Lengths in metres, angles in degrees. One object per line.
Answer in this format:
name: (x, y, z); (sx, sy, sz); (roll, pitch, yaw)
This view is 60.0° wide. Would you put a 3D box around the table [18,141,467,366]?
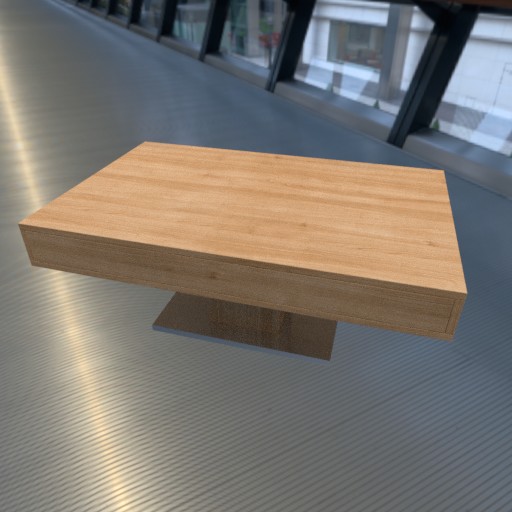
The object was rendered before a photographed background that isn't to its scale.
table: (0.000, 0.000, 1.436); (1.100, 0.440, 0.700); (9, 34, 13)
